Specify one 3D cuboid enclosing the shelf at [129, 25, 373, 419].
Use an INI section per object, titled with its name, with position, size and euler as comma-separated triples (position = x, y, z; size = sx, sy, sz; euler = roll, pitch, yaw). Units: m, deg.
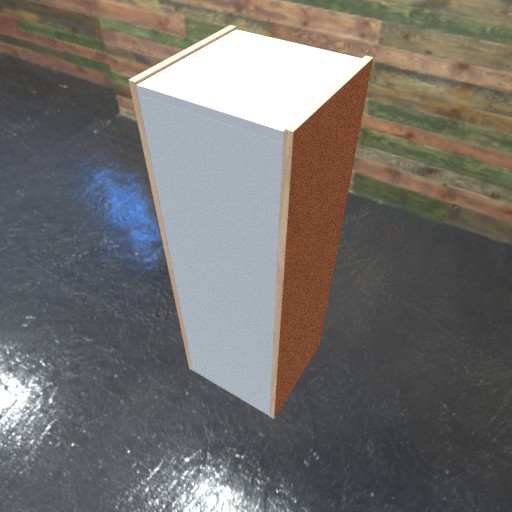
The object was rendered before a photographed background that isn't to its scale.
[shelf]
position = 0.000, 0.000, 1.062
size = 0.300, 0.900, 0.290
euler = 24, 51, 22
